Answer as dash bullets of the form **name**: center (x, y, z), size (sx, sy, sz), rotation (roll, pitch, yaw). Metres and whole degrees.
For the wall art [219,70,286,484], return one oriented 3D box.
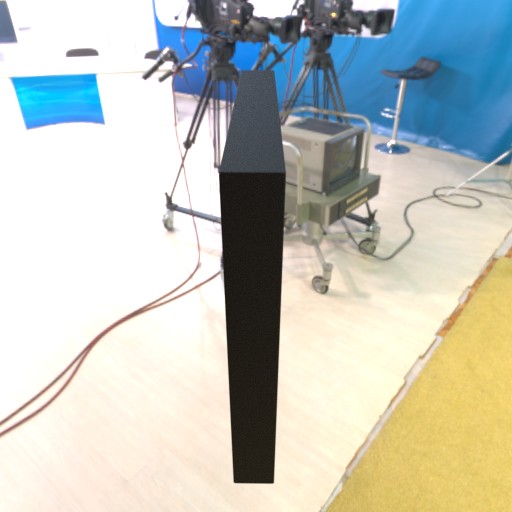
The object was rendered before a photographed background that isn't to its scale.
- **wall art**: center (0.000, 0.000, 0.455), size (0.037, 0.305, 0.305), rotation (0, 33, 1)
